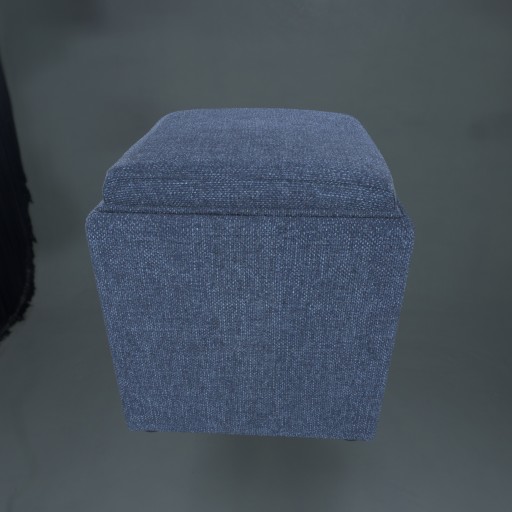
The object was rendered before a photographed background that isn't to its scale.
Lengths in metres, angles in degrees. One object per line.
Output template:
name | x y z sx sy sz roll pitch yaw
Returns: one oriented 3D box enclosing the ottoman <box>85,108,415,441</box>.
ottoman | 0.000 0.000 0.849 0.436 0.493 0.454 1 30 3
